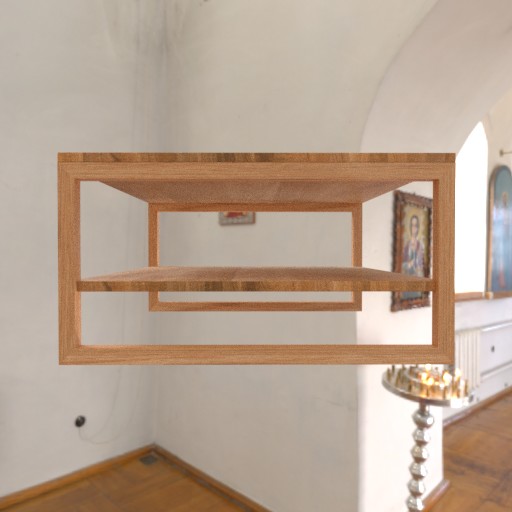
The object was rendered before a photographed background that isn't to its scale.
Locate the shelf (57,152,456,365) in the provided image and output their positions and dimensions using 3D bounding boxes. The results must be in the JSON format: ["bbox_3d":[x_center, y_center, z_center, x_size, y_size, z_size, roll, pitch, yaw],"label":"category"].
[{"bbox_3d":[0.000,0.000,1.451,0.899,0.480,0.899,0,1,0],"label":"shelf"}]
